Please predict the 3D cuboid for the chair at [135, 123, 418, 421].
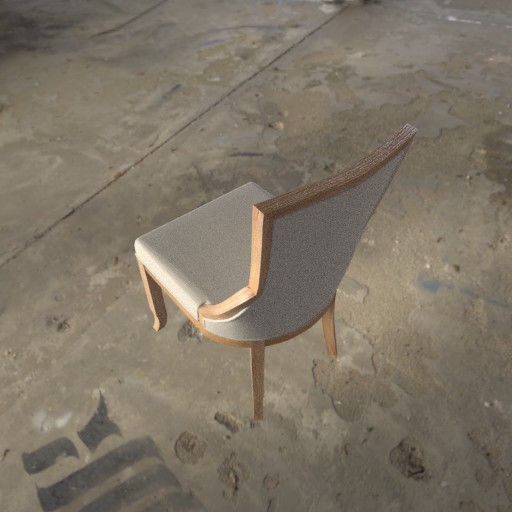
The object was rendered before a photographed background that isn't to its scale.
[{"bbox_3d":[0.000,0.000,1.367,0.524,0.947,0.641,-31,53,-27],"label":"chair"}]
